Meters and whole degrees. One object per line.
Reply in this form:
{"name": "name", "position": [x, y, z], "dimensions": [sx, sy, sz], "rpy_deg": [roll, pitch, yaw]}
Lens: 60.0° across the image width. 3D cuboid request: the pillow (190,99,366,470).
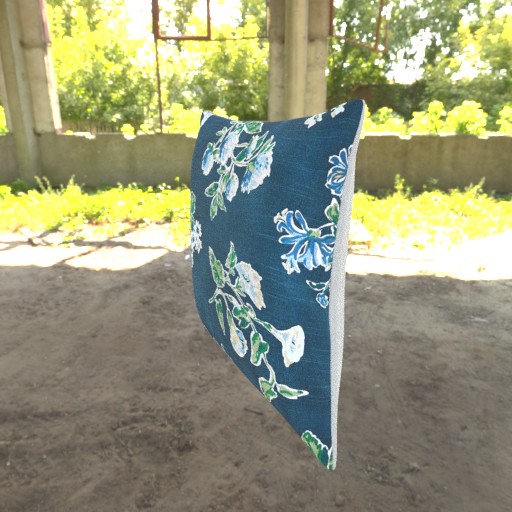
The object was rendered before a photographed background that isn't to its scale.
{"name": "pillow", "position": [0.000, 0.000, 0.792], "dimensions": [0.166, 0.508, 0.525], "rpy_deg": [-8, 19, -25]}
